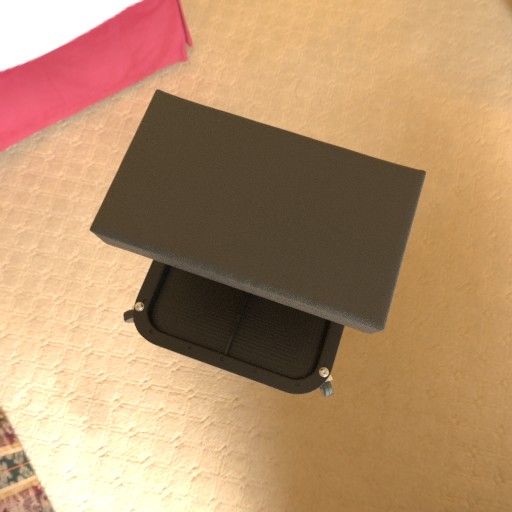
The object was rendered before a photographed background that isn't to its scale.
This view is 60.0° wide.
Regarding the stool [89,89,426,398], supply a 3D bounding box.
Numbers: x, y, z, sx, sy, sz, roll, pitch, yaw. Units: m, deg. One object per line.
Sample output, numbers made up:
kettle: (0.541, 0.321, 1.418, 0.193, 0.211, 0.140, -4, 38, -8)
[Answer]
stool: (0.000, 0.000, 0.717, 0.446, 0.380, 0.371, 19, 75, 5)
